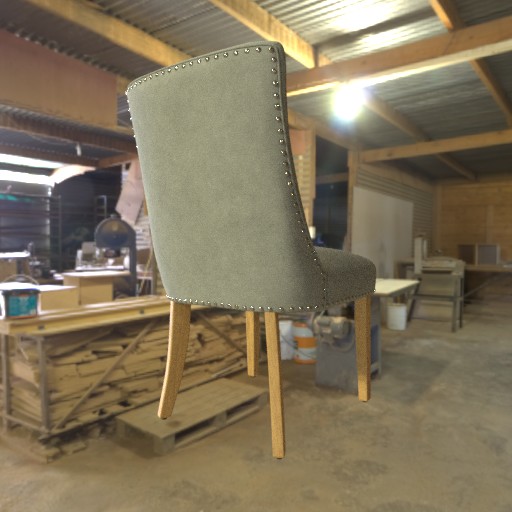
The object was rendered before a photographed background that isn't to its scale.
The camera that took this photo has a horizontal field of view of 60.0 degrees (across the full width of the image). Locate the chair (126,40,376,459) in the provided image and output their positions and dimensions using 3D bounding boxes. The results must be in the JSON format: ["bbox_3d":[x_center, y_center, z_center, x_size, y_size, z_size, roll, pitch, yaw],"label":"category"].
[{"bbox_3d":[0.000,0.000,1.242,0.495,0.902,0.610,1,2,36],"label":"chair"}]
